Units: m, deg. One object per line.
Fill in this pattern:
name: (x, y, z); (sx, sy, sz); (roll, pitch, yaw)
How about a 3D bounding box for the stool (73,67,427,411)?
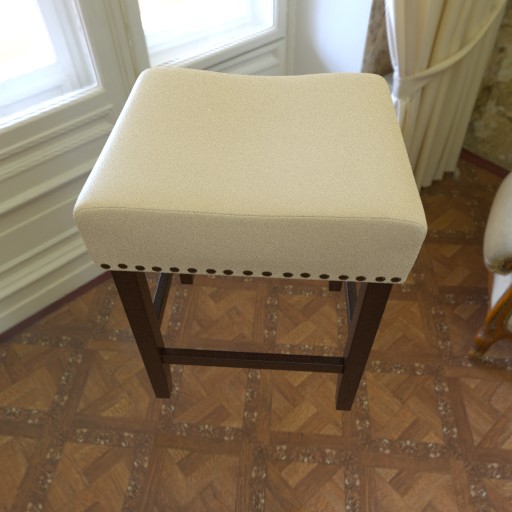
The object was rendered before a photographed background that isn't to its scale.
stool: (0.000, 0.000, 0.914); (0.471, 0.609, 0.401); (3, 48, 2)
